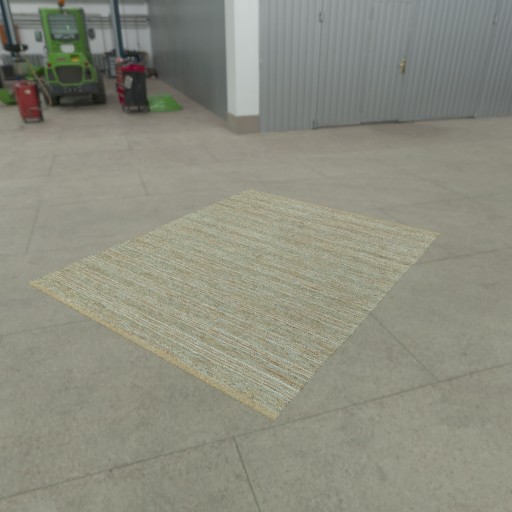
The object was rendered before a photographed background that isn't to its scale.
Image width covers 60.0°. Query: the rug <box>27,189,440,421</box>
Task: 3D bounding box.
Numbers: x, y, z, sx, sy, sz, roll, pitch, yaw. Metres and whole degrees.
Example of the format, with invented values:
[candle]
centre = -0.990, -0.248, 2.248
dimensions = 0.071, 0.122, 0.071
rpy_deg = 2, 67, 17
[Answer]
[rug]
centre = 0.000, 0.000, 4.092
dimensions = 2.471, 0.012, 3.034
rpy_deg = 18, 32, 32
